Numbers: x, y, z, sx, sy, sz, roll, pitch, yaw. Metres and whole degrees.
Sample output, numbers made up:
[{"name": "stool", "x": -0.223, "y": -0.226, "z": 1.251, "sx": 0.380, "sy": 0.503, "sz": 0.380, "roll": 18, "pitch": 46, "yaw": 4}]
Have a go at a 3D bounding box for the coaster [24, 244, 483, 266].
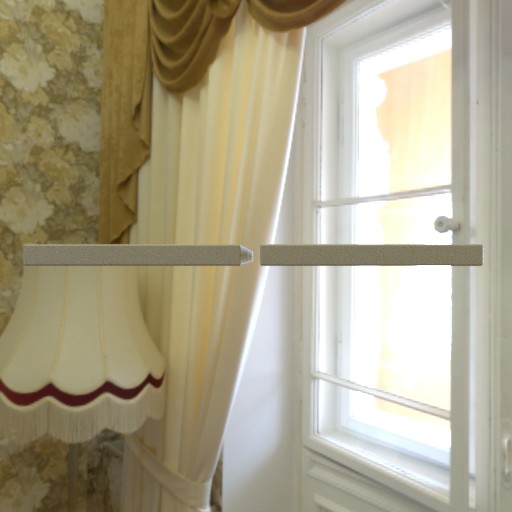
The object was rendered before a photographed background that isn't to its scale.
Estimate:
[{"name": "coaster", "x": 0.000, "y": 0.000, "z": 0.314, "sx": 0.214, "sy": 0.010, "sz": 0.219, "roll": 0, "pitch": 0, "yaw": 1}]
